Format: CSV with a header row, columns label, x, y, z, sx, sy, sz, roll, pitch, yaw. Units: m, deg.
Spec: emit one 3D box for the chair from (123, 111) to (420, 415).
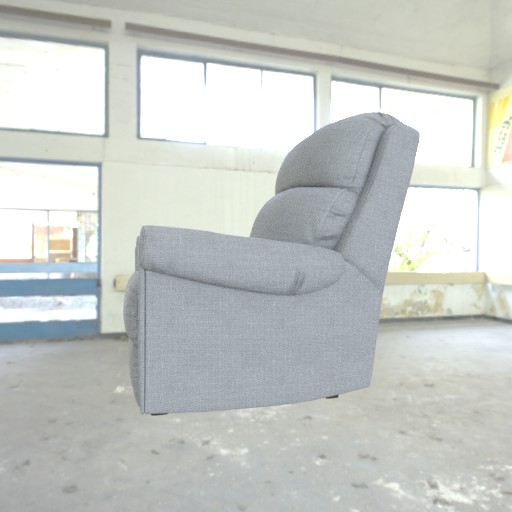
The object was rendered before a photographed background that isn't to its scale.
label,x,y,z,sx,sy,sz,roll,pitch,yaw
chair,0.000,0.000,1.771,1.014,1.054,0.838,0,0,-16
